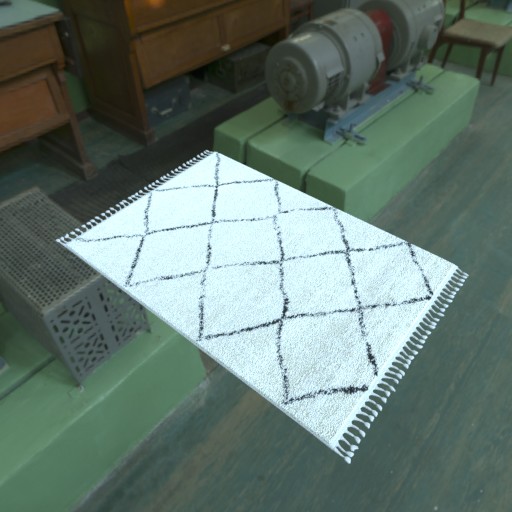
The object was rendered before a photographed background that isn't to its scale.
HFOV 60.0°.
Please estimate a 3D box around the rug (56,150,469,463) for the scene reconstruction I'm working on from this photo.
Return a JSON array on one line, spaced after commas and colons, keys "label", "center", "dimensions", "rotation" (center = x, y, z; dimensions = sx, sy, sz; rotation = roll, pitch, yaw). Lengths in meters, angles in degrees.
[{"label": "rug", "center": [0.000, 0.000, 2.906], "dimensions": [2.307, 0.031, 1.494], "rotation": [30, 53, 26]}]
